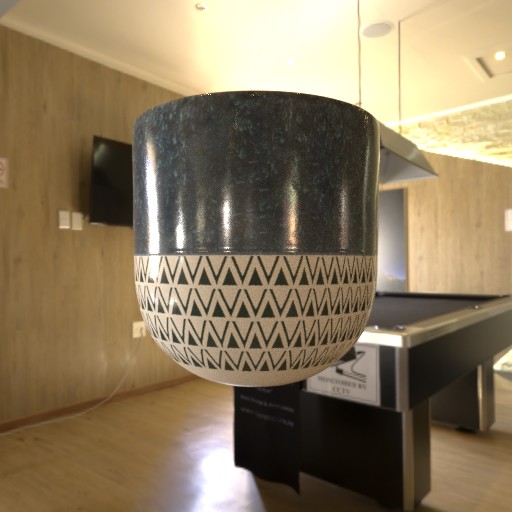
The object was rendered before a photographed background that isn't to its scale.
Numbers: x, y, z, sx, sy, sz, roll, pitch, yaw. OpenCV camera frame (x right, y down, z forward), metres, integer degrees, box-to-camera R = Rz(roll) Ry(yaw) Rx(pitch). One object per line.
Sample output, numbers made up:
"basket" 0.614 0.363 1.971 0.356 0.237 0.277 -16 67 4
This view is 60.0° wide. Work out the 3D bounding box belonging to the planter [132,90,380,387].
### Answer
"planter" 0.000 0.000 0.494 0.266 0.270 0.266 0 -1 0
